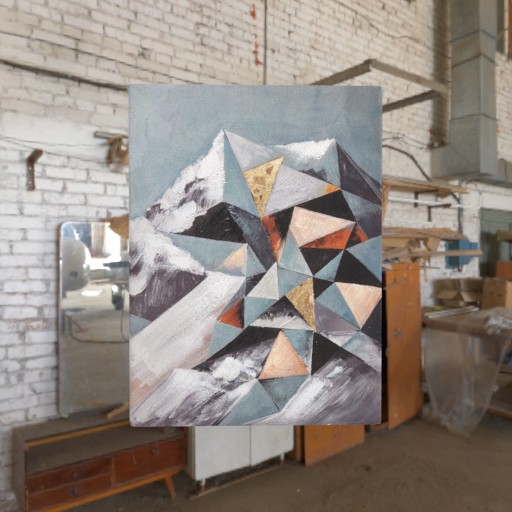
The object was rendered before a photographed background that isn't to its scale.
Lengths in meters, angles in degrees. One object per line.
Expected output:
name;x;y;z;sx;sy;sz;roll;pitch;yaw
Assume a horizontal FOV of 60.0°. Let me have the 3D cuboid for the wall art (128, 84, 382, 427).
wall art;0.000;0.000;0.816;0.455;0.613;0.037;0;1;-1
